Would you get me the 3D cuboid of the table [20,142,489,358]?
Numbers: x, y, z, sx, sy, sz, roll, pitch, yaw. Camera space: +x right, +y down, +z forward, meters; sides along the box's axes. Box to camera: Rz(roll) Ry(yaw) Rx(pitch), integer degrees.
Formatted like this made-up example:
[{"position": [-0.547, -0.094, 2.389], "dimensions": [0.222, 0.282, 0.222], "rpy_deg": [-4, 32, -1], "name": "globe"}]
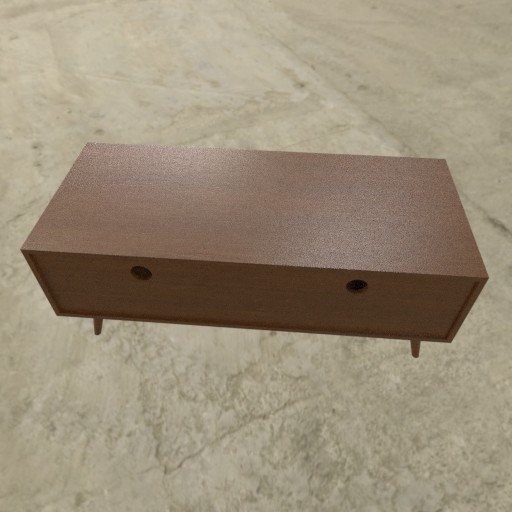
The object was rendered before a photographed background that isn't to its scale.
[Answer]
[{"position": [0.000, 0.000, 1.390], "dimensions": [1.119, 0.464, 0.490], "rpy_deg": [3, 47, 3], "name": "table"}]
